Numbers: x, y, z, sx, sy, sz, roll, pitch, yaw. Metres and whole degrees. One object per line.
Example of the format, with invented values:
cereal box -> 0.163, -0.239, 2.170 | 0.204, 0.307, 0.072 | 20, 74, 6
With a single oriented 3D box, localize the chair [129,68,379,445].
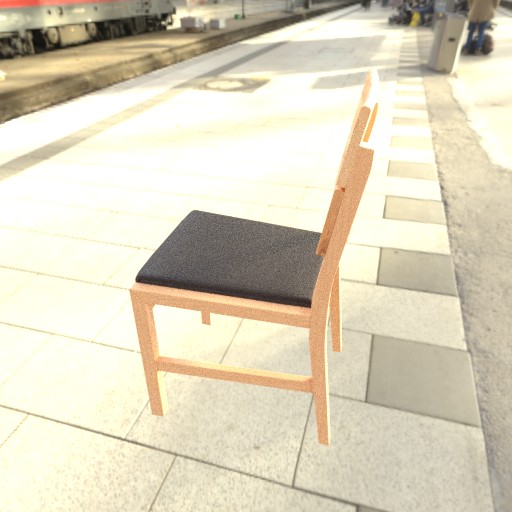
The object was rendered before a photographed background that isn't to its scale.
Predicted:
chair -> 0.000, 0.000, 1.259 | 0.560, 0.950, 0.475 | 8, 32, 12
